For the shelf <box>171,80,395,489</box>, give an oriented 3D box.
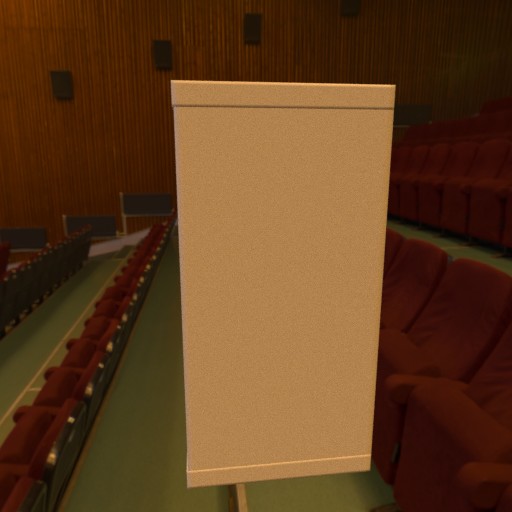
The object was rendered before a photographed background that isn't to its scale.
[{"bbox_3d":[0.000,0.000,1.226,0.390,0.786,0.790,-2,13,-7],"label":"shelf"}]
